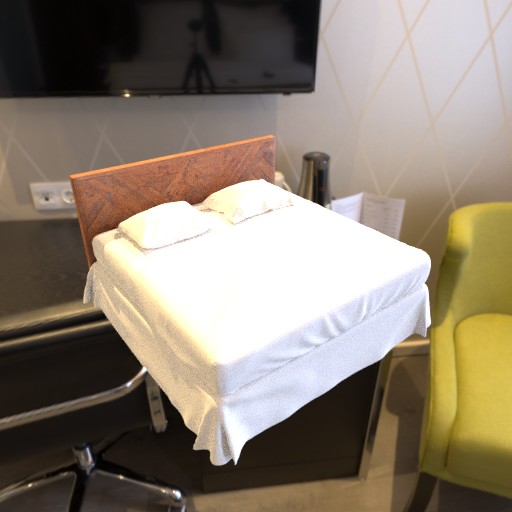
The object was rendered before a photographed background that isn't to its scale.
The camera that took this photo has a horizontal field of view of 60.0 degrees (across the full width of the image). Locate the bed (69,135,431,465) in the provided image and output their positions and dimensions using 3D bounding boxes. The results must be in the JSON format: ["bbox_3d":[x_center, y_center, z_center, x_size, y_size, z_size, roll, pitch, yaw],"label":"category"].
[{"bbox_3d":[0.000,0.000,3.509,2.255,1.158,2.165,-21,36,-32],"label":"bed"}]
